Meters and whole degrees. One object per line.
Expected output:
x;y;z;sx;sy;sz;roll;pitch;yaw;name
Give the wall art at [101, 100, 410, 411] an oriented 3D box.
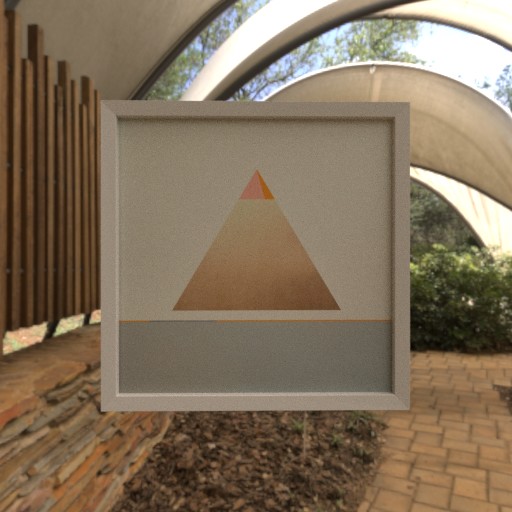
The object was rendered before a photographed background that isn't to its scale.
0.000;0.000;1.897;1.289;1.291;0.098;0;0;-1;wall art
